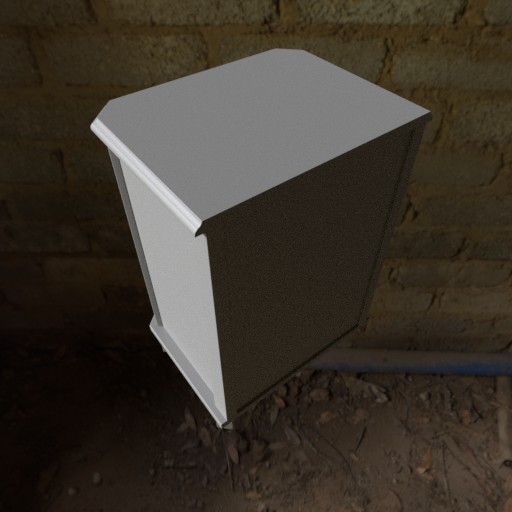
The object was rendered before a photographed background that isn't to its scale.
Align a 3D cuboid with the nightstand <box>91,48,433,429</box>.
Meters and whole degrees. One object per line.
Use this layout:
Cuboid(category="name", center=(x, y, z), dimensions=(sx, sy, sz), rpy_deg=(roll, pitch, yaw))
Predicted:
Cuboid(category="nightstand", center=(0.000, 0.000, 0.950), dimensions=(0.450, 0.680, 0.350), rpy_deg=(-29, 53, -25))
